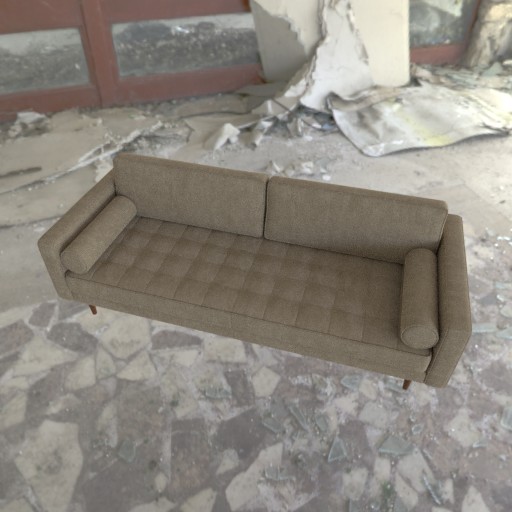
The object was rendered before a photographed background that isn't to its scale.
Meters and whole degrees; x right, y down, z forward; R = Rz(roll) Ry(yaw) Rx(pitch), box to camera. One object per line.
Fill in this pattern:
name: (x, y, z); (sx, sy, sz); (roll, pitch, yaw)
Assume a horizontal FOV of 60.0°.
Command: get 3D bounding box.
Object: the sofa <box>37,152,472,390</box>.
sofa: (0.000, 0.000, 2.547); (2.200, 0.770, 0.919); (11, 42, 12)
